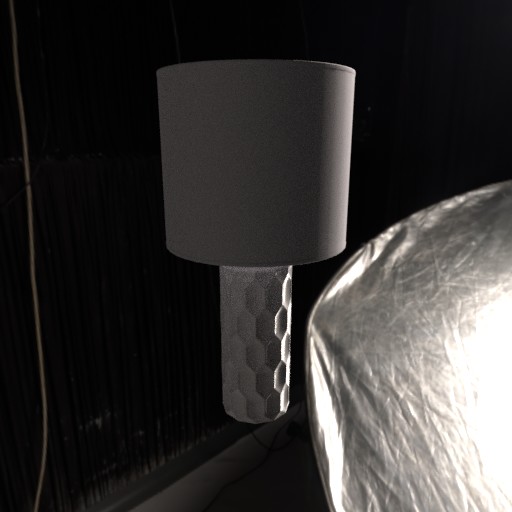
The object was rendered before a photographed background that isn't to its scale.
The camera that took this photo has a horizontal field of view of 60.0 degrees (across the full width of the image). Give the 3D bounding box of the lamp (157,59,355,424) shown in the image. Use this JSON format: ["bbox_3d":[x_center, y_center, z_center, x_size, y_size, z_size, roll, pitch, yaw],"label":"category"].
[{"bbox_3d":[0.000,0.000,0.702,0.277,0.537,0.277,-15,22,-43],"label":"lamp"}]
